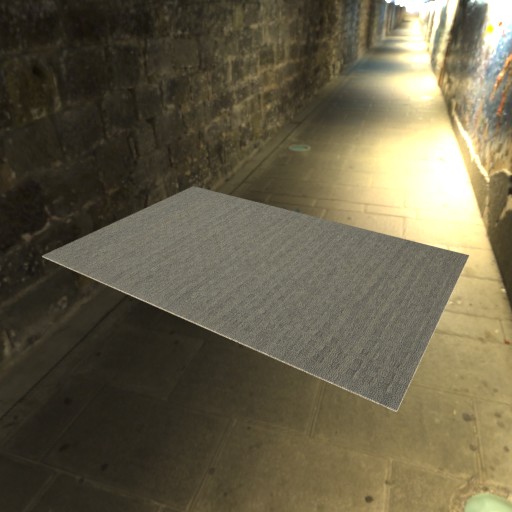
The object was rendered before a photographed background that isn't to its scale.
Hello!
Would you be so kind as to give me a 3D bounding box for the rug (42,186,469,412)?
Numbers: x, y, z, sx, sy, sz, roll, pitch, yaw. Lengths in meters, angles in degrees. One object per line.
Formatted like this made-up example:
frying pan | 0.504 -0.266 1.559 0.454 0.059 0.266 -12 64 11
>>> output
rug | 0.000 0.000 2.170 1.752 0.006 1.142 18 34 28
